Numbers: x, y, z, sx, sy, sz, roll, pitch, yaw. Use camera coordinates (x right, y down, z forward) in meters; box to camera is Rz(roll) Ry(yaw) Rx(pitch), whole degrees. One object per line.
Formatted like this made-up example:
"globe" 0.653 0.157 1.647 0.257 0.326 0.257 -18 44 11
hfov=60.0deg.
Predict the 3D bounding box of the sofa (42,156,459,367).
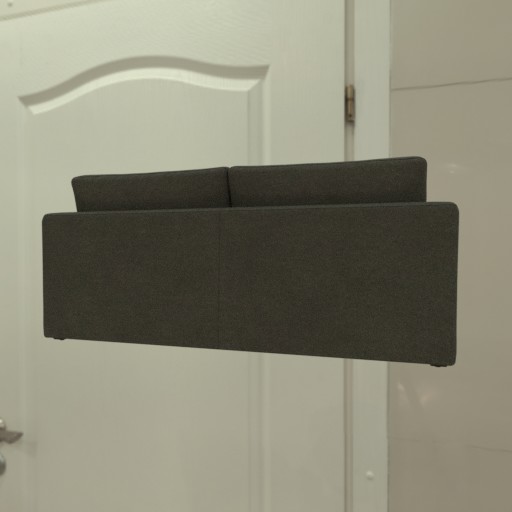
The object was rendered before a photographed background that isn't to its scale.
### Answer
"sofa" 0.000 0.000 2.432 1.909 0.845 1.091 0 1 17
